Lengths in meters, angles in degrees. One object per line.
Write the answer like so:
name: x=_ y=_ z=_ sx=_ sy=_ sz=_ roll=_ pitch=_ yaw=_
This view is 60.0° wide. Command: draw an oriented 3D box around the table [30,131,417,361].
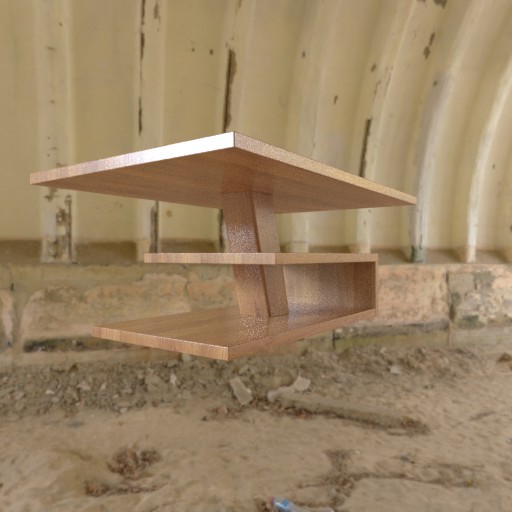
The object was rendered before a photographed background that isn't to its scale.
table: x=0.000 y=0.000 z=1.428 sx=0.700 sy=0.442 sz=1.100 roll=0 pitch=0 yaw=36
